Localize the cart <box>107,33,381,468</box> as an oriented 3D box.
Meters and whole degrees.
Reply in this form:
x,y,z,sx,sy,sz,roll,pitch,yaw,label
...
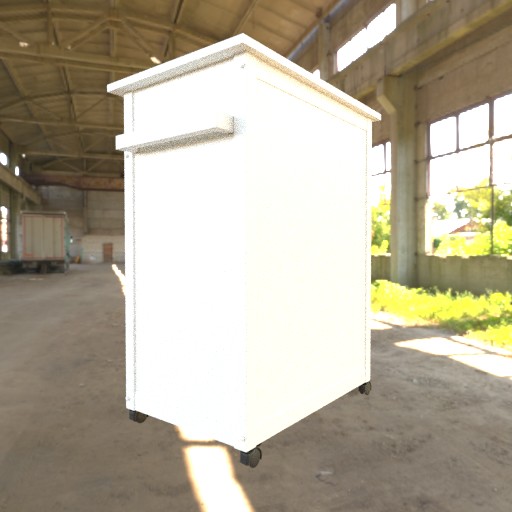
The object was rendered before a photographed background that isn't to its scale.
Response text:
x,y,z,sx,sy,sz,roll,pitch,yaw,label
0.000,0.000,1.240,0.442,0.864,0.683,1,2,38,cart
